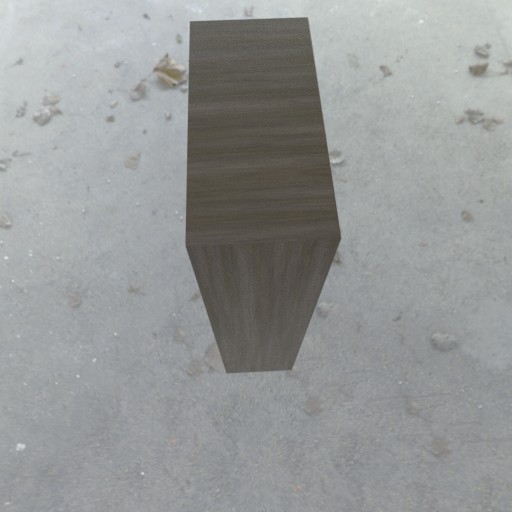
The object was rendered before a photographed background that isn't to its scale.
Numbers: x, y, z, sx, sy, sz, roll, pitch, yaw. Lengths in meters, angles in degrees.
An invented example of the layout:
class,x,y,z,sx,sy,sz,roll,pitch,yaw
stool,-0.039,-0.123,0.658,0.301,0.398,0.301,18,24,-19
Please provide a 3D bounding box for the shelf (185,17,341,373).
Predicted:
class,x,y,z,sx,sy,sz,roll,pitch,yaw
shelf,0.000,0.000,1.739,0.323,1.545,0.670,-3,65,-1
